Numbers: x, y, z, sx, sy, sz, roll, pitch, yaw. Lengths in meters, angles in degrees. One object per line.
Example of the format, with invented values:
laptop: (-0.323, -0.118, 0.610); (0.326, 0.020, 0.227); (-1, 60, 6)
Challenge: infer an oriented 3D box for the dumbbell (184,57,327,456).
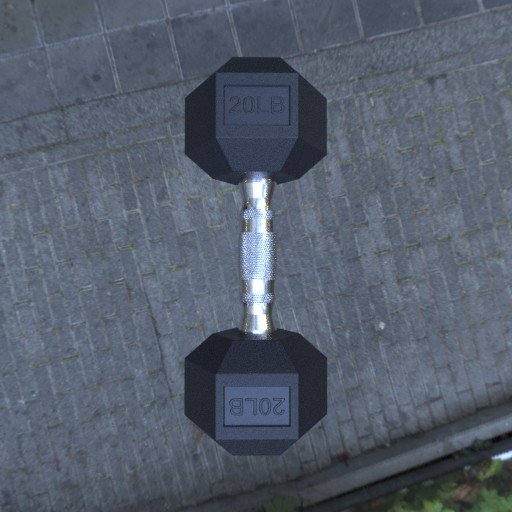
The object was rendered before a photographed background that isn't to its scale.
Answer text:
dumbbell: (0.000, 0.000, 0.330); (0.106, 0.092, 0.272); (0, 90, -1)
